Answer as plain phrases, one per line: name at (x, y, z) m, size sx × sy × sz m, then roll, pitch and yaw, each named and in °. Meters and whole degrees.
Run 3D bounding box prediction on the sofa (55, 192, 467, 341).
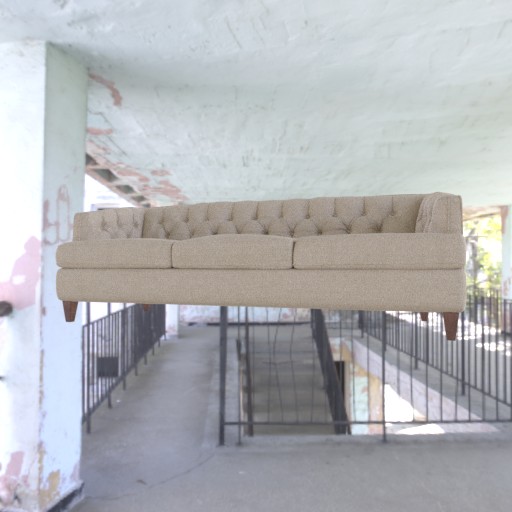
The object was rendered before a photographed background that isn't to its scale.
sofa at (0.000, 0.000, 2.685) m, size 2.235 × 0.788 × 0.913 m, roll 0°, pitch -1°, yaw 18°
